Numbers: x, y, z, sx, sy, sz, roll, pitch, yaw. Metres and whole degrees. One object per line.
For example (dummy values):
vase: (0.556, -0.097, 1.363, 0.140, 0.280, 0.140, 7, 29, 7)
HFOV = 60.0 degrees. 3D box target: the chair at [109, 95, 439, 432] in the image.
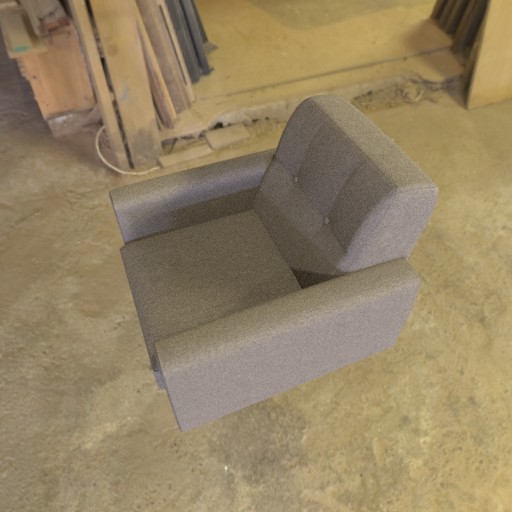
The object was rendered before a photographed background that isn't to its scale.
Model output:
chair: (0.000, 0.000, 1.599, 0.907, 0.839, 0.831, -17, 50, -15)
